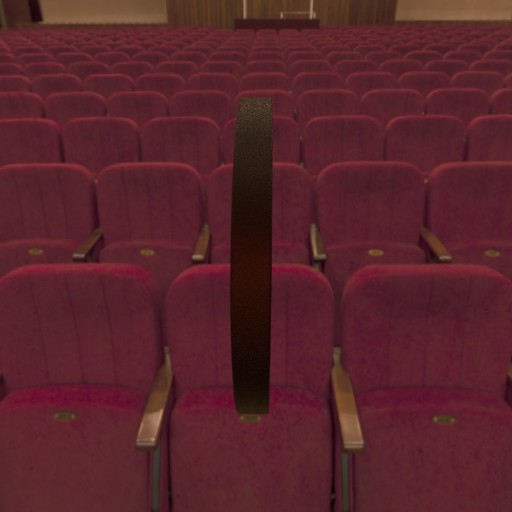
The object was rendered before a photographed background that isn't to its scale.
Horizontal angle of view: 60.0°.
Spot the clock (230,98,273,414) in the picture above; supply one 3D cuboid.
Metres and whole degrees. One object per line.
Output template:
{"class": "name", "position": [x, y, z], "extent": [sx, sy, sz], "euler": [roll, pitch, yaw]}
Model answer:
{"class": "clock", "position": [0.000, 0.000, 0.467], "extent": [0.029, 0.314, 0.314], "euler": [1, 27, 1]}
